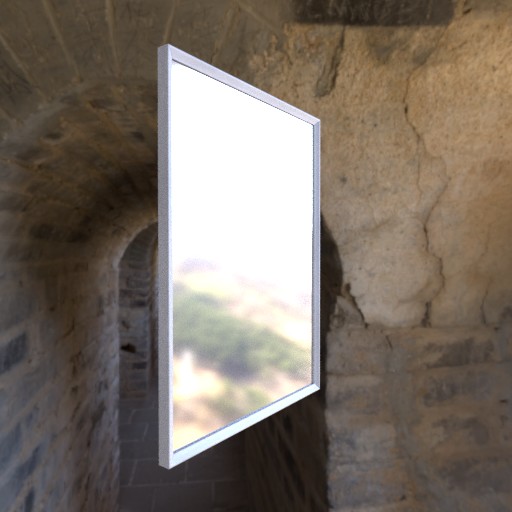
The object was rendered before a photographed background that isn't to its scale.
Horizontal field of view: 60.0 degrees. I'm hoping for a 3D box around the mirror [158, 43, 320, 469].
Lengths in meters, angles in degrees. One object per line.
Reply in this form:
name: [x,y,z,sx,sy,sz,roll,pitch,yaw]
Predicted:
mirror: [0.000,0.000,1.376,0.041,1.016,0.762,1,1,36]
